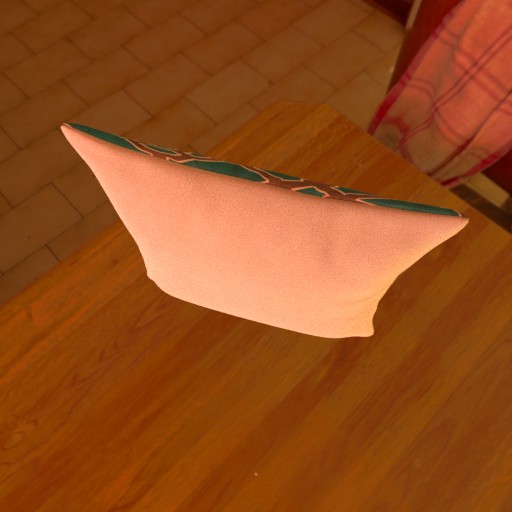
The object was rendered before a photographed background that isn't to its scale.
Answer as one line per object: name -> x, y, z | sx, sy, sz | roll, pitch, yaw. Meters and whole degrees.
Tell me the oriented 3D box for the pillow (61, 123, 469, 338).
pillow -> 0.000, 0.000, 0.774 | 0.526, 0.507, 0.166 | 14, 65, 7
